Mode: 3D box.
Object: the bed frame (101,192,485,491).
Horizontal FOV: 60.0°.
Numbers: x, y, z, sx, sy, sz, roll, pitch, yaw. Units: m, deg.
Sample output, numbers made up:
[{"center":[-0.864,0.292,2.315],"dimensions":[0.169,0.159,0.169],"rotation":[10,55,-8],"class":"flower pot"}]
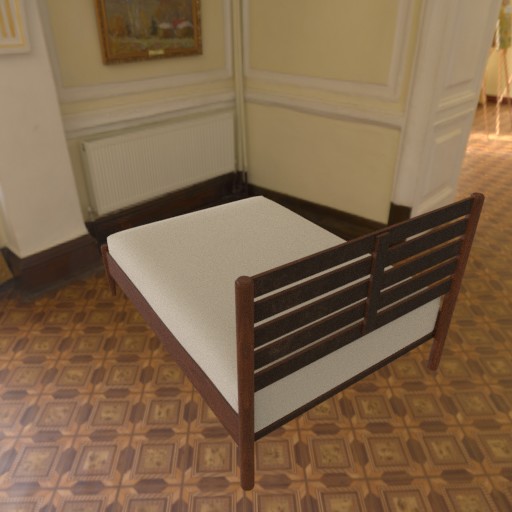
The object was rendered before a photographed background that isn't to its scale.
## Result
[{"center":[0.000,0.000,3.229],"dimensions":[1.655,1.321,2.234],"rotation":[-19,35,-29],"class":"bed frame"}]
